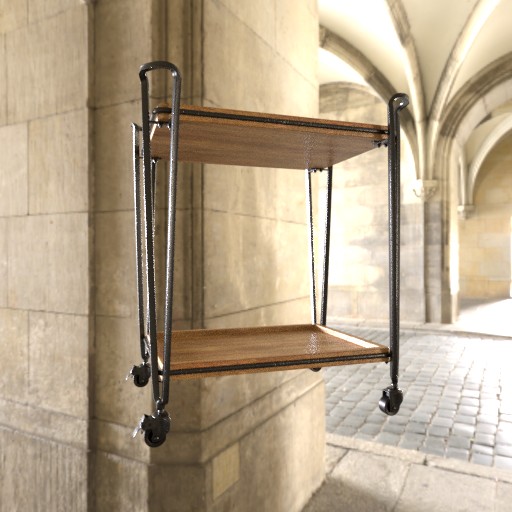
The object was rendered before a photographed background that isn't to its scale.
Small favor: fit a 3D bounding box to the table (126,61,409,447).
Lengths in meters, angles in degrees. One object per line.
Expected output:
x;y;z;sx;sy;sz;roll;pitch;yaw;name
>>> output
0.000;0.000;1.214;0.672;0.785;0.505;0;0;-18;table
